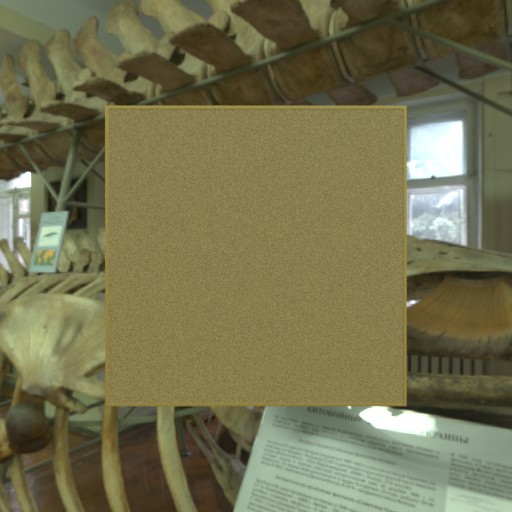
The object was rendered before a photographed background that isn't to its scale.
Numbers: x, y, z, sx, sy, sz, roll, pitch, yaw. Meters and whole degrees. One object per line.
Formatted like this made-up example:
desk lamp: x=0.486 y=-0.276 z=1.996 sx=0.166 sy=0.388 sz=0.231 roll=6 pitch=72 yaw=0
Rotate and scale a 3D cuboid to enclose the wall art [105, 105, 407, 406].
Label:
wall art: x=0.000 y=0.000 z=1.421 sx=0.962 sy=0.959 sz=0.013 roll=0 pitch=0 yaw=0
